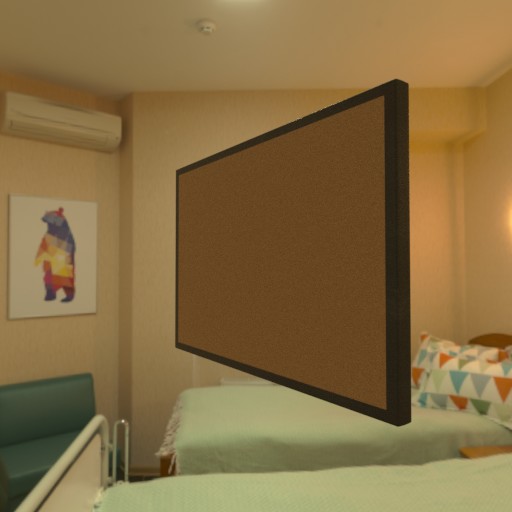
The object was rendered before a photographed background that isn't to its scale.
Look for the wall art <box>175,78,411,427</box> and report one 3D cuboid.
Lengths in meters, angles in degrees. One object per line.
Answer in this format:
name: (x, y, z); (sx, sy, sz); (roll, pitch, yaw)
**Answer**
wall art: (0.000, 0.000, 1.156); (0.038, 0.612, 0.912); (1, -2, -35)
